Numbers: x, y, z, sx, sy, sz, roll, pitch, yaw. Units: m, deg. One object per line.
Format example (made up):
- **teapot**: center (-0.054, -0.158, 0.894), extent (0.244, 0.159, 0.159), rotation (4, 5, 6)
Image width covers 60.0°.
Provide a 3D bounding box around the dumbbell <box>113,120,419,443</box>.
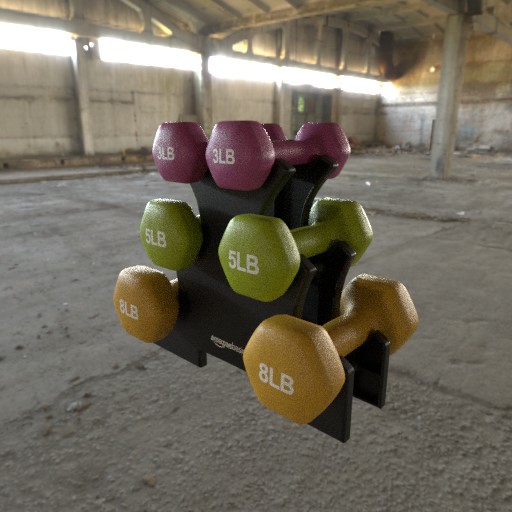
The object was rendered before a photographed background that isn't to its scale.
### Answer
- **dumbbell**: center (0.000, 0.000, 0.469), extent (0.300, 0.271, 0.190), rotation (14, 21, 40)
